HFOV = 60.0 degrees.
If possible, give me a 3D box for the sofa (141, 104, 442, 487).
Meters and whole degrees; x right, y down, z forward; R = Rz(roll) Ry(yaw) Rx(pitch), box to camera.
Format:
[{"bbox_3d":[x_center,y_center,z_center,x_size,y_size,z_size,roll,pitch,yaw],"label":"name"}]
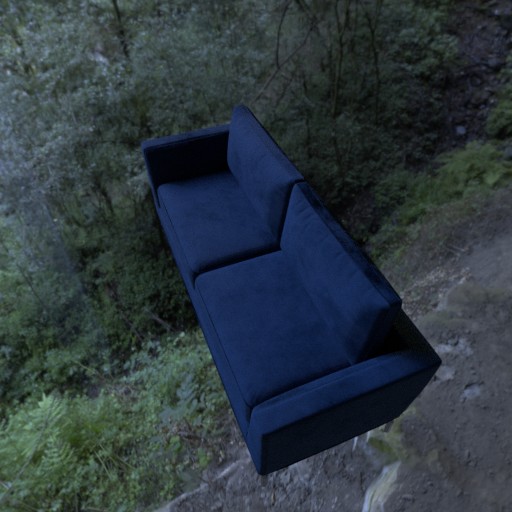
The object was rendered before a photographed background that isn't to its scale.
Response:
[{"bbox_3d":[0.000,0.000,2.664,0.853,0.998,2.212,-16,49,-15],"label":"sofa"}]
